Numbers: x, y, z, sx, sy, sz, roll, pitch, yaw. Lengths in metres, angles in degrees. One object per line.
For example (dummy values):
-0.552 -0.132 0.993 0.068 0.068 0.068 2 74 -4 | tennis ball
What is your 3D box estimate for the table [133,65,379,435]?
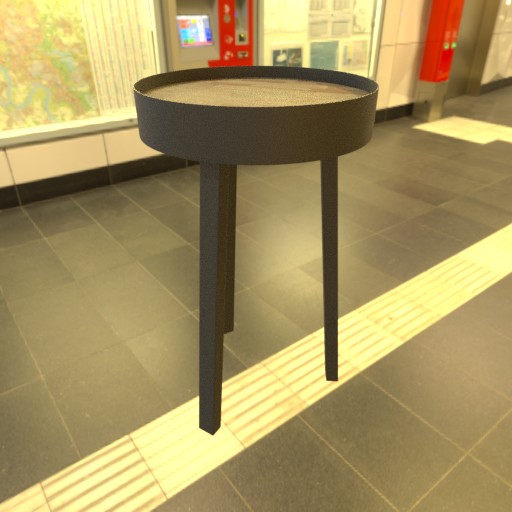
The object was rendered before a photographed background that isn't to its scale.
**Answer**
0.000 0.000 0.925 0.406 0.686 0.406 18 35 28 | table
